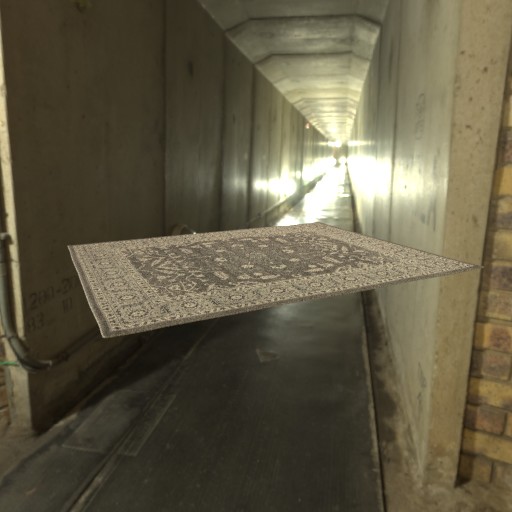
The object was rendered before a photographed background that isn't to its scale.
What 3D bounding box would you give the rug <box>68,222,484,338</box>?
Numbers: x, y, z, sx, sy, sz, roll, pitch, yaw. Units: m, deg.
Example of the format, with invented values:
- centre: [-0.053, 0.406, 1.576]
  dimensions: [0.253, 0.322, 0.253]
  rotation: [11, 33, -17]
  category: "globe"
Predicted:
- centre: [0.000, 0.000, 4.101]
  dimensions: [3.069, 0.026, 2.451]
  rotation: [-7, 16, -26]
  category: "rug"
